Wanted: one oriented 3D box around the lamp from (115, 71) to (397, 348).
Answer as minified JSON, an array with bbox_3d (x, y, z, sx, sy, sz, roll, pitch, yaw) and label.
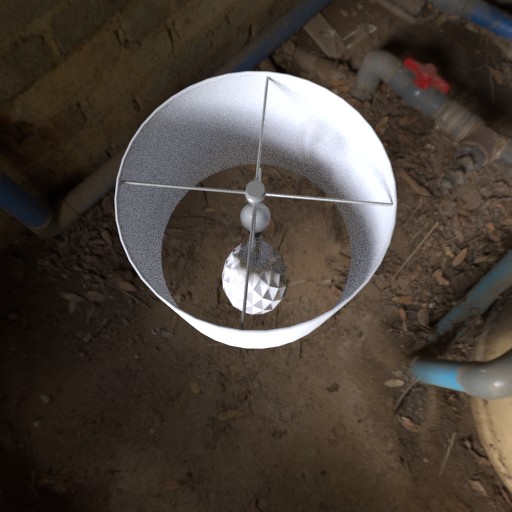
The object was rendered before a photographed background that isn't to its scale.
[{"bbox_3d":[0.000,0.000,0.714,0.297,0.522,0.297,0,74,0],"label":"lamp"}]
